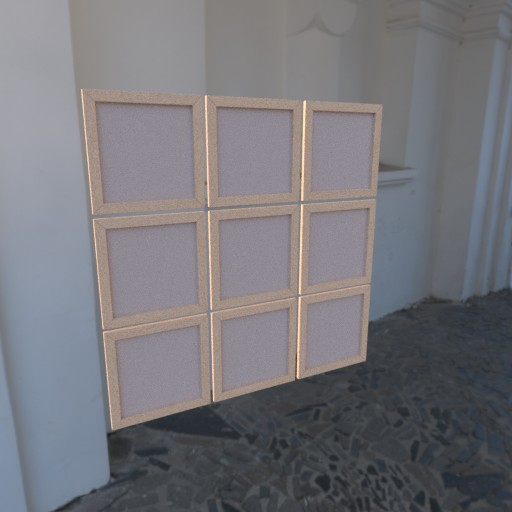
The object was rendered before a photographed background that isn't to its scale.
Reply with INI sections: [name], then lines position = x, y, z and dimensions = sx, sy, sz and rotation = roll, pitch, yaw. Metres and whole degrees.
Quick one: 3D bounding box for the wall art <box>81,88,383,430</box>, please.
[wall art]
position = 0.000, 0.000, 1.791
dimensions = 1.217, 1.207, 0.016
rotation = -7, 16, -26
